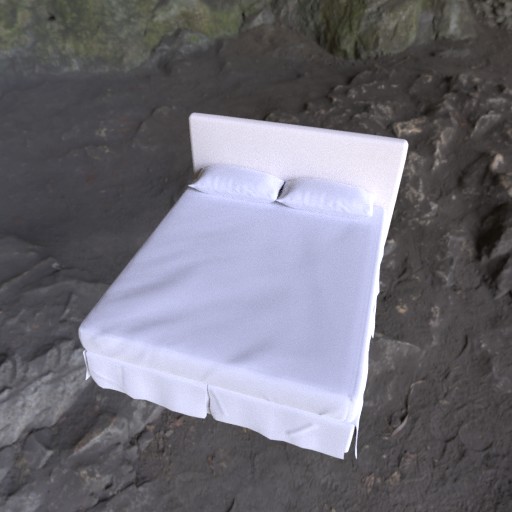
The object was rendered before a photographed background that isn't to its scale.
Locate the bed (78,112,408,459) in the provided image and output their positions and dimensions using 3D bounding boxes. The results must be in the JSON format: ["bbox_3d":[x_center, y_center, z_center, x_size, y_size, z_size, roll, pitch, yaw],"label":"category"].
[{"bbox_3d":[0.000,0.000,3.648,2.119,1.317,2.341,11,42,13],"label":"bed"}]
